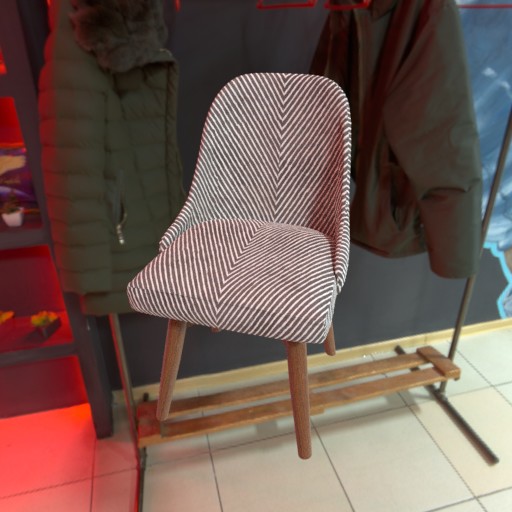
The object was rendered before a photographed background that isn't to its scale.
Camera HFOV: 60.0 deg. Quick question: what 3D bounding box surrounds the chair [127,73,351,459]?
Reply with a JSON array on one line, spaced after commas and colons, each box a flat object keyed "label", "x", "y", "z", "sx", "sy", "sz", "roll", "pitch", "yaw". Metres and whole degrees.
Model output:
[{"label": "chair", "x": 0.000, "y": 0.000, "z": 1.231, "sx": 0.504, "sy": 0.883, "sz": 0.591, "roll": 9, "pitch": 30, "yaw": 15}]
